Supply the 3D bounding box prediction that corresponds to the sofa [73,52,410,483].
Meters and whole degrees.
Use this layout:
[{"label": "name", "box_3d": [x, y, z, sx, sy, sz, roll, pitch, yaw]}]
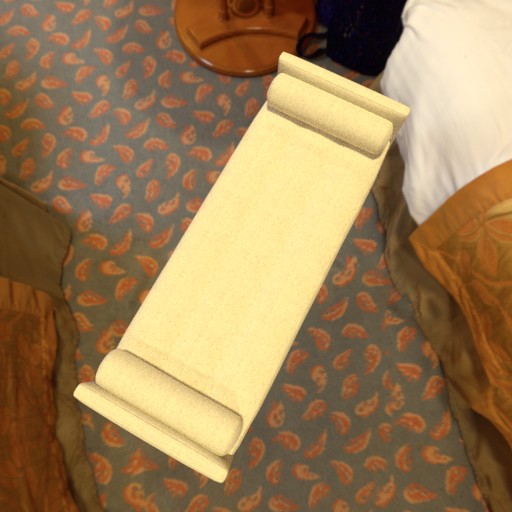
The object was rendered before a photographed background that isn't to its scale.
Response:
[{"label": "sofa", "box_3d": [0.000, 0.000, 2.480, 0.797, 0.655, 2.102, 27, 76, 7]}]
